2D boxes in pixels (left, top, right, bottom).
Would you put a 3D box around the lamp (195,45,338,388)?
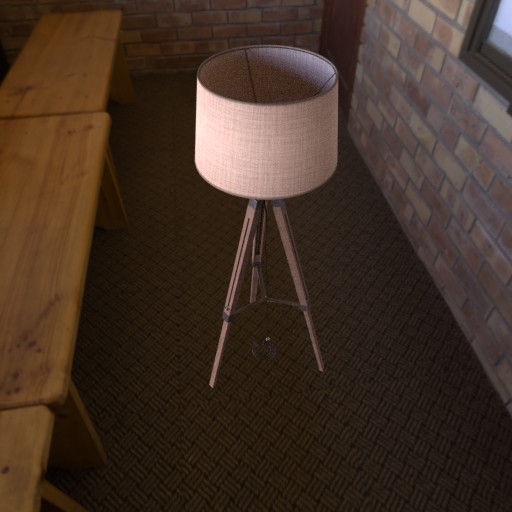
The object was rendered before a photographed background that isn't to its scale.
[{"bbox_3d":[0.000,0.000,1.843,0.587,1.510,0.604,-31,53,-27],"label":"lamp"}]
